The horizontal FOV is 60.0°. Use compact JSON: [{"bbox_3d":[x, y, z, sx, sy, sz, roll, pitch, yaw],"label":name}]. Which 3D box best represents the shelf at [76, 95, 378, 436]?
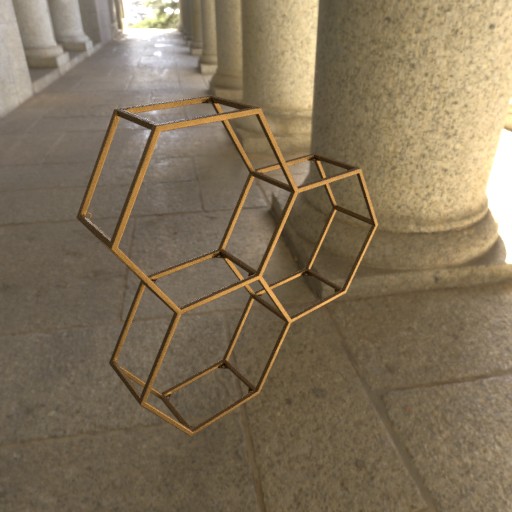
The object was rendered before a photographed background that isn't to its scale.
[{"bbox_3d":[0.000,0.000,1.024,0.708,0.701,0.150,-22,37,-33],"label":"shelf"}]
